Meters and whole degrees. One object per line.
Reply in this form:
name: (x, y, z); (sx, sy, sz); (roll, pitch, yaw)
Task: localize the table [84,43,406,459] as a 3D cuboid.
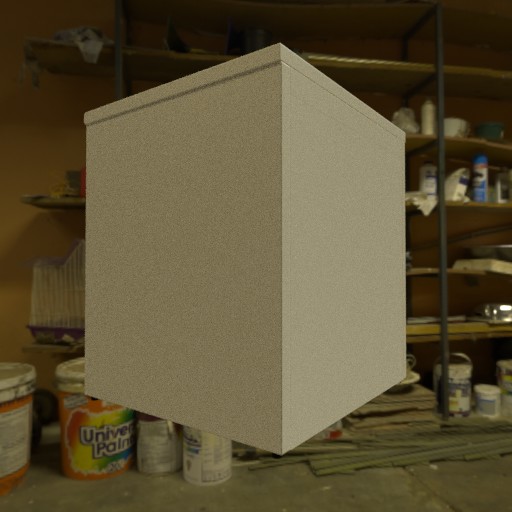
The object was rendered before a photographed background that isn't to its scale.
table: (0.000, 0.000, 0.766); (0.380, 0.460, 0.420); (-1, -1, 37)
